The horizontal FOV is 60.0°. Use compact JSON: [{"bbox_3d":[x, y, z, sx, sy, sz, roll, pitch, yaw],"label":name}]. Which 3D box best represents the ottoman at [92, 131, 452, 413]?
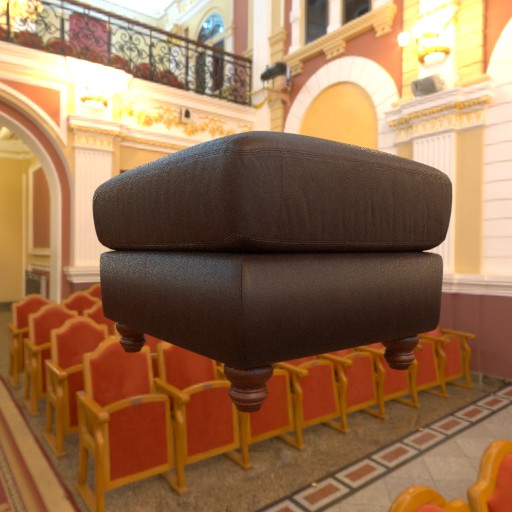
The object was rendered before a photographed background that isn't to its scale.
[{"bbox_3d":[0.000,0.000,1.221,0.670,0.569,0.806,-1,1,-37],"label":"ottoman"}]
